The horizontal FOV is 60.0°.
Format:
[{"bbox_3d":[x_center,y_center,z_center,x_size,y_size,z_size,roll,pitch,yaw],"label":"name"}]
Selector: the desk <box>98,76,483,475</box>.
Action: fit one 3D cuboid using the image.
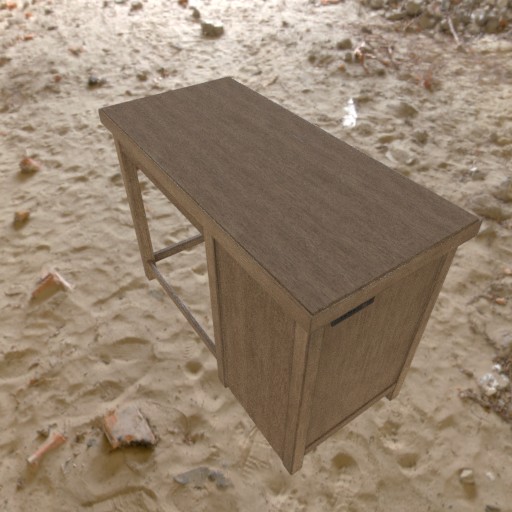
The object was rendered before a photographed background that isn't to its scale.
[{"bbox_3d":[0.000,0.000,1.768,0.610,0.912,1.289,-25,48,-25],"label":"desk"}]
